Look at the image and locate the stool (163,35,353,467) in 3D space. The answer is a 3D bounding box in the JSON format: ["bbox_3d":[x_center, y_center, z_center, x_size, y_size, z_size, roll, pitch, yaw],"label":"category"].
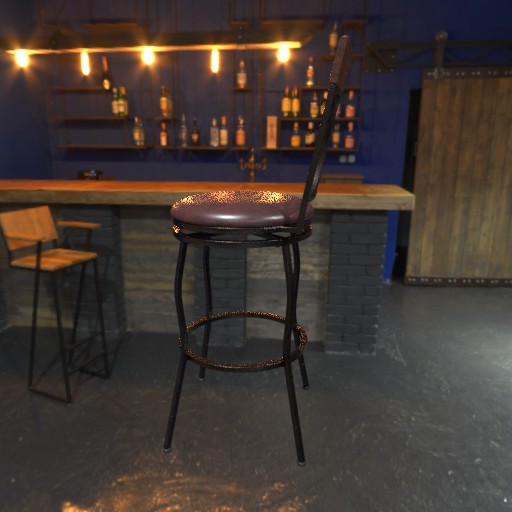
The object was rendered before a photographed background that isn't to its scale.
[{"bbox_3d":[0.000,0.000,1.355,0.513,1.130,0.448,2,15,8],"label":"stool"}]
